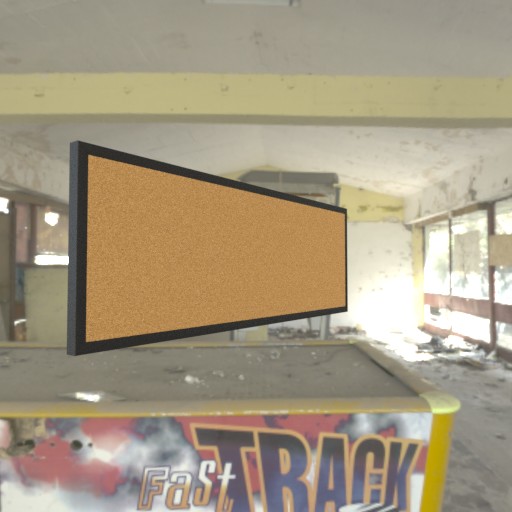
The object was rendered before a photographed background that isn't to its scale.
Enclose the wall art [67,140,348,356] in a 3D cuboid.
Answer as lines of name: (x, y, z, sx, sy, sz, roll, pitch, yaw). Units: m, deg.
wall art: (0.000, 0.000, 1.773, 0.041, 0.554, 1.572, -2, -3, 37)
